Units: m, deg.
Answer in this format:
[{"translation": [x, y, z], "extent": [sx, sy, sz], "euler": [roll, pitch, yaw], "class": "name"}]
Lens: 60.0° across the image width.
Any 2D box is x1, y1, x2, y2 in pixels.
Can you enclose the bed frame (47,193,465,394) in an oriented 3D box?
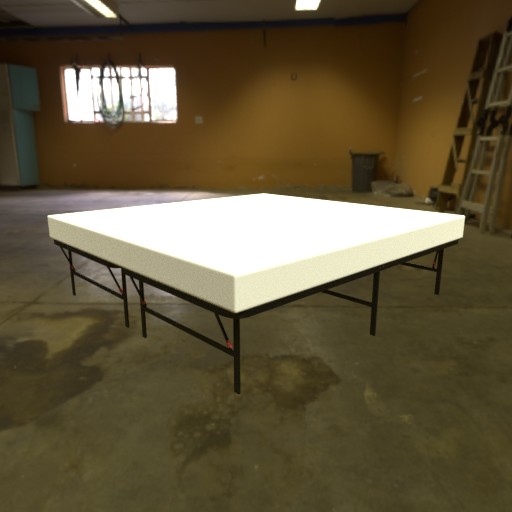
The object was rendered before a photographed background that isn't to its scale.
[{"translation": [0.000, 0.000, 3.036], "extent": [2.032, 0.559, 1.930], "euler": [-13, 19, -42], "class": "bed frame"}]
